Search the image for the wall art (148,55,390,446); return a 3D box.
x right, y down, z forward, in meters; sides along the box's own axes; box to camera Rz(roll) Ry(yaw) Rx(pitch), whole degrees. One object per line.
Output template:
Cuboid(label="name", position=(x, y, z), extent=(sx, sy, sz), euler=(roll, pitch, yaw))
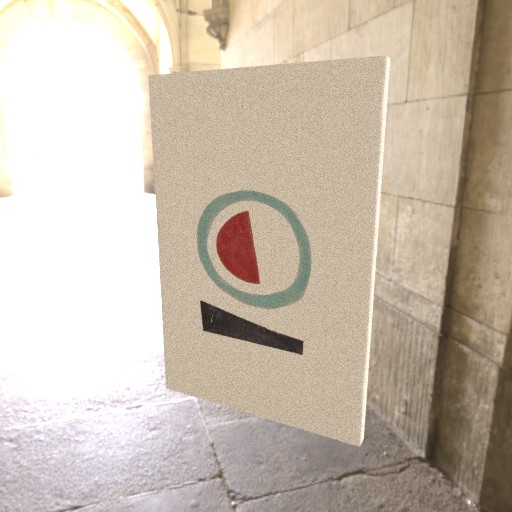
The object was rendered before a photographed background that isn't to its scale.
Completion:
Cuboid(label="wall art", position=(0.000, 0.000, 1.139), extent=(0.602, 0.902, 0.048), euler=(7, 16, 26))
